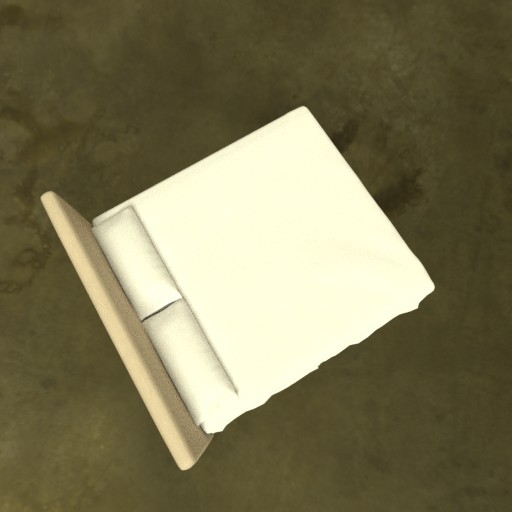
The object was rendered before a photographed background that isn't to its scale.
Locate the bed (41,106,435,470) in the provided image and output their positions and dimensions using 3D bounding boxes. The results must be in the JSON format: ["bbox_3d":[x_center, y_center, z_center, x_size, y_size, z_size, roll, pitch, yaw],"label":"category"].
[{"bbox_3d":[0.000,0.000,3.581,2.319,1.317,2.119,-30,77,-8],"label":"bed"}]
